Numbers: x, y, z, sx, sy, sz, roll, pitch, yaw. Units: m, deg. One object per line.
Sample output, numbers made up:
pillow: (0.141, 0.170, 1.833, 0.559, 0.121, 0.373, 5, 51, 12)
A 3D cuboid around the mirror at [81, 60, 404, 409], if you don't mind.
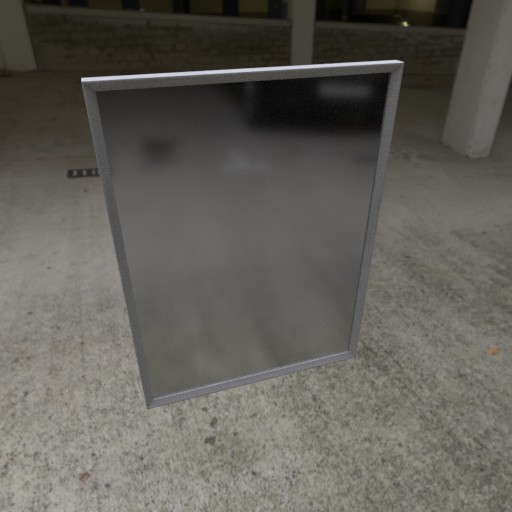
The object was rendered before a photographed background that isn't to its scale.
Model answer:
mirror: (0.000, 0.000, 1.290, 0.762, 1.016, 0.041, -10, 34, -15)
